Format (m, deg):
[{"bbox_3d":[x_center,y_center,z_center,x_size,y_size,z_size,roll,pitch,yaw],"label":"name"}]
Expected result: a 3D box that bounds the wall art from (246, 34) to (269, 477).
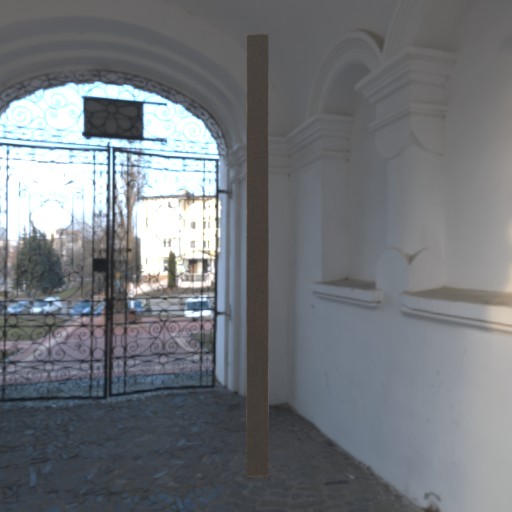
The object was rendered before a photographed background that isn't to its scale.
[{"bbox_3d":[0.000,0.000,1.143,0.038,0.762,0.762,0,0,0],"label":"wall art"}]
